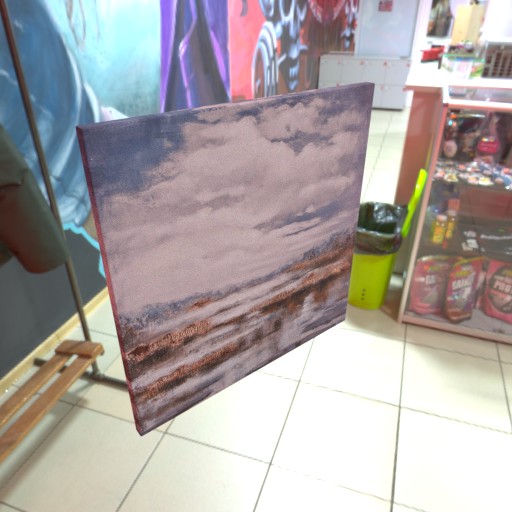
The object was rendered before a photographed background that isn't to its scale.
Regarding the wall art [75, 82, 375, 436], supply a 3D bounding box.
[{"bbox_3d":[0.000,0.000,1.510,1.010,1.020,0.040,-22,36,-32],"label":"wall art"}]
